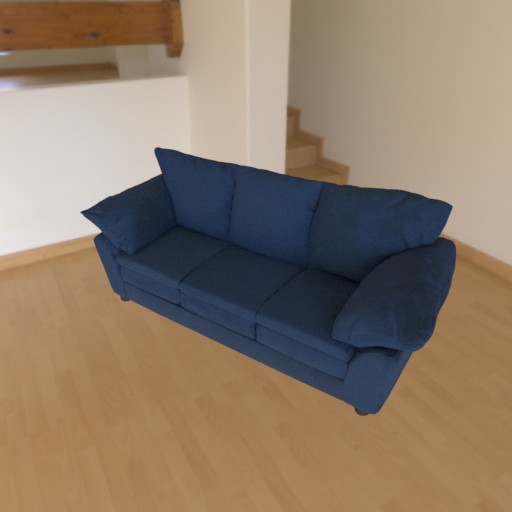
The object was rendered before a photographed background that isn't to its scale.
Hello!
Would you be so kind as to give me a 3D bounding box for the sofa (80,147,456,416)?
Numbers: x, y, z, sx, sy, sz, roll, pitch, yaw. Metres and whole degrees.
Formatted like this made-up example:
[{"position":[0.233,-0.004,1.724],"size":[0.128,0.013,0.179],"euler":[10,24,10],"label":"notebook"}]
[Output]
[{"position":[0.000,0.000,2.913],"size":[2.390,1.091,0.907],"euler":[19,35,29],"label":"sofa"}]
